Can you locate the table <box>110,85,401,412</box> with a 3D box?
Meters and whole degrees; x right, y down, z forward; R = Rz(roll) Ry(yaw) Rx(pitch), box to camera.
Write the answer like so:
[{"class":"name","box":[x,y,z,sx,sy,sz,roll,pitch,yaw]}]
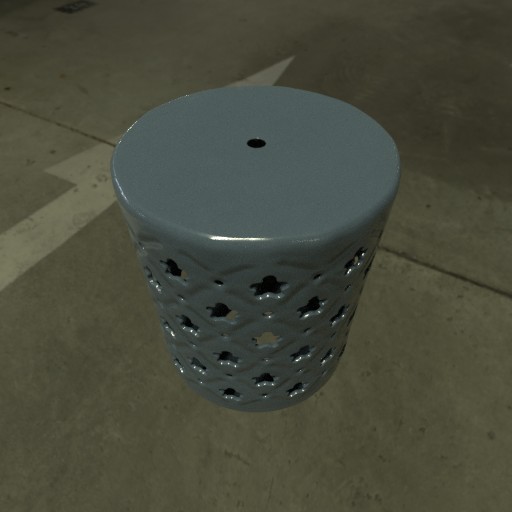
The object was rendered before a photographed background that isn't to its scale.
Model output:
[{"class":"table","box":[0.000,0.000,0.673,0.352,0.387,0.352,0,45,0]}]
